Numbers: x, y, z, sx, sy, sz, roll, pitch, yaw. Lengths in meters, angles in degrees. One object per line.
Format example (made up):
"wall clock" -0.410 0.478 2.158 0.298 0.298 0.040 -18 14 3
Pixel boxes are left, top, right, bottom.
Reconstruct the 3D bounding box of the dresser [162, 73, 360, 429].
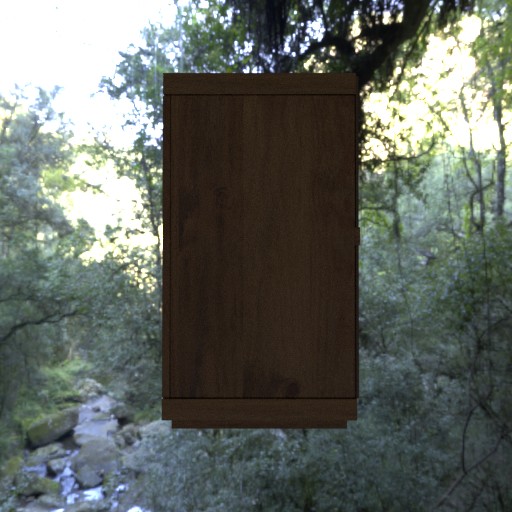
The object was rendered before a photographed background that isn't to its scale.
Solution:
"dresser" 0.000 0.000 1.636 0.479 0.825 1.261 0 -1 0
